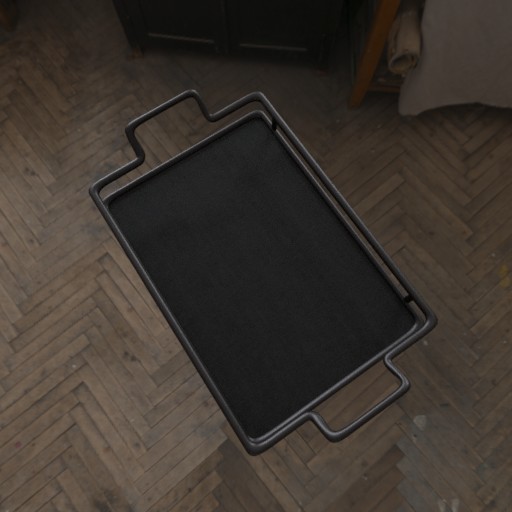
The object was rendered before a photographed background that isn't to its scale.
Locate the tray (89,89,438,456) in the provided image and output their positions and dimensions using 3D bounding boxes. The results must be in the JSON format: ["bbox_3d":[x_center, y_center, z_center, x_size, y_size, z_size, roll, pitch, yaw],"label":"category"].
[{"bbox_3d":[0.000,0.000,0.611,0.297,0.101,0.495,-33,77,-9],"label":"tray"}]
